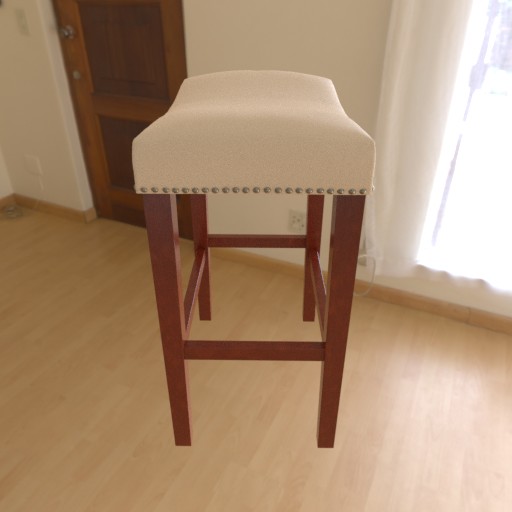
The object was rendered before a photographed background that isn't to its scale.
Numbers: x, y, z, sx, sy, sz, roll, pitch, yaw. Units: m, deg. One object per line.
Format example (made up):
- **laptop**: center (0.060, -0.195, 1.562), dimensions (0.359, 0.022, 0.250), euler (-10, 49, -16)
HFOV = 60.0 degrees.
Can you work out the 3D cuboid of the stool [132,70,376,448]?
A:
- **stool**: center (0.000, 0.000, 1.030), dimensions (0.372, 0.742, 0.504), euler (0, 31, 1)
